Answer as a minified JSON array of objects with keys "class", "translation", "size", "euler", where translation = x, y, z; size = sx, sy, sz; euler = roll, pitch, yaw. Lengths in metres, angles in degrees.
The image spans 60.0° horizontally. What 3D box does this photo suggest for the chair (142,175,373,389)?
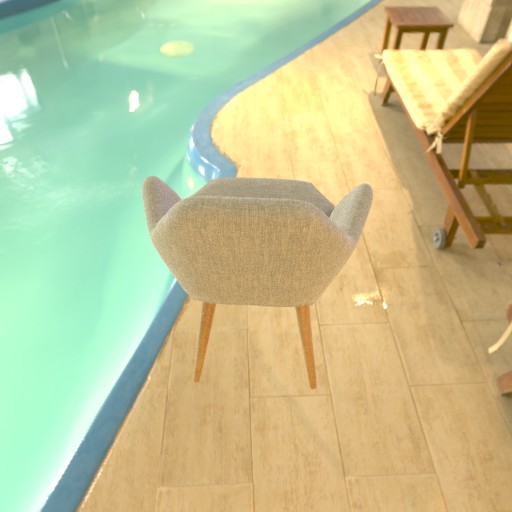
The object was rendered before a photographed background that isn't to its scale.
[{"class":"chair","translation":[0.000,0.000,1.255],"size":[0.590,0.840,0.610],"euler":[2,46,2]}]
